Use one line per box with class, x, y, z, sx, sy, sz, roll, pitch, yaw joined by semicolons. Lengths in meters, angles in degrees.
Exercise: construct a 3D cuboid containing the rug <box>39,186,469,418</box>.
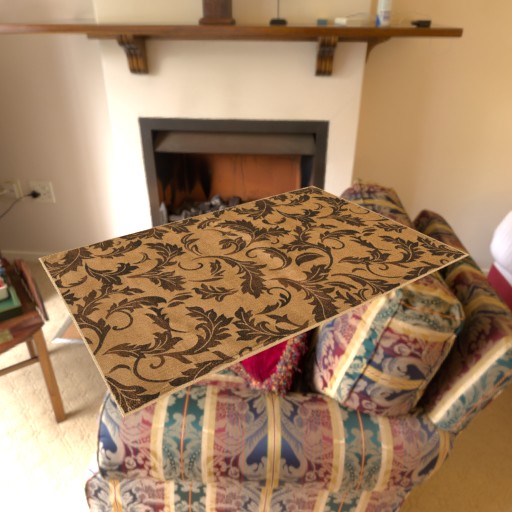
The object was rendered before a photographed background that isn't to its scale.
rug;0.000;0.000;2.815;2.284;0.008;1.522;-19;34;-30
